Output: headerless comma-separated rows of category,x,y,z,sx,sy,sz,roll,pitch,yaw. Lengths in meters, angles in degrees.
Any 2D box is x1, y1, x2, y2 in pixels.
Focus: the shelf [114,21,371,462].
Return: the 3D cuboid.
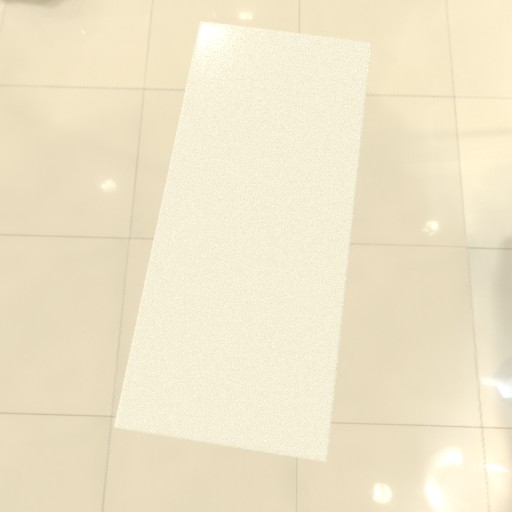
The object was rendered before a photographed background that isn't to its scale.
shelf,0.000,0.000,1.269,0.396,0.732,0.895,8,77,2
